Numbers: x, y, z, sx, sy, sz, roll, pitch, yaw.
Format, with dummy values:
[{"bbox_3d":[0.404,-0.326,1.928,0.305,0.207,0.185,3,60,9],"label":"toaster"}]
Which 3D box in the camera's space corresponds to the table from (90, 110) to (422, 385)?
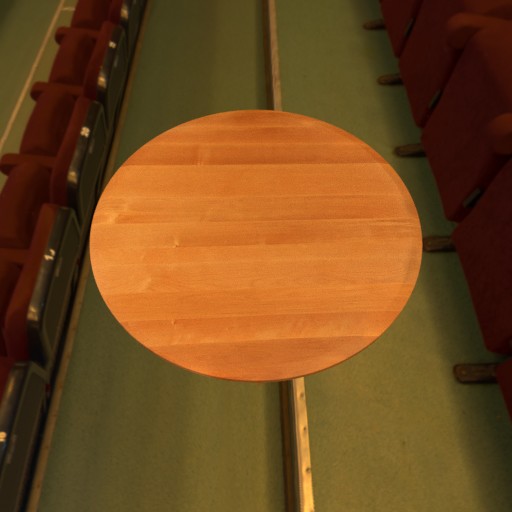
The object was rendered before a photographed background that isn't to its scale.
[{"bbox_3d":[0.000,0.000,1.386,0.900,0.400,0.900,0,58,0],"label":"table"}]
